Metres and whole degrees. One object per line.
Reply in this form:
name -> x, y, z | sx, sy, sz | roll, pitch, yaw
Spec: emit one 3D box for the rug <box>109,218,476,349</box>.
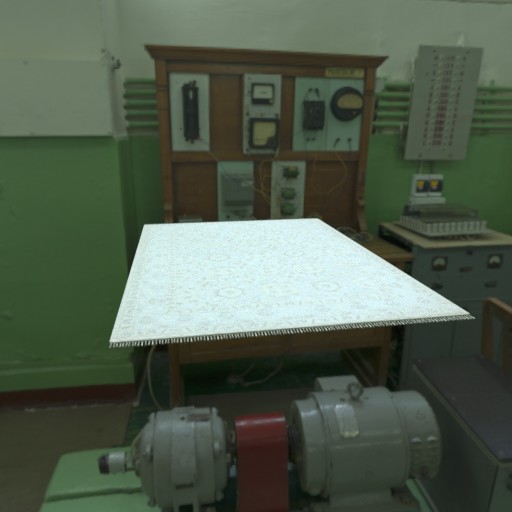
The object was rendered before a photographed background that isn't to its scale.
rug -> 0.000, 0.000, 2.821 | 1.514, 0.011, 2.233 | -3, 16, -10
